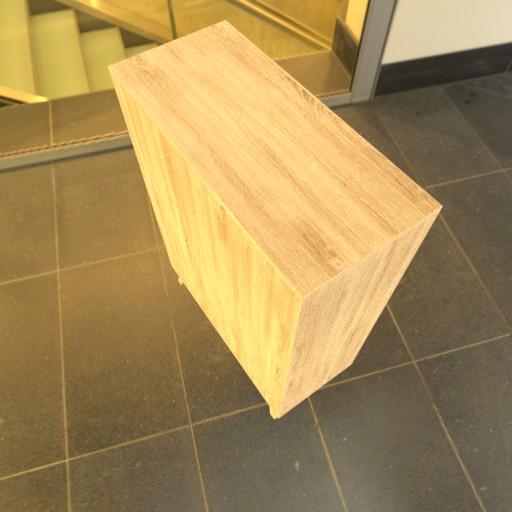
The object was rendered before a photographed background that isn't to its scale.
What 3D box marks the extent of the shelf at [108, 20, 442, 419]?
[{"bbox_3d":[0.000,0.000,1.852,0.450,1.390,1.000,-31,63,-18],"label":"shelf"}]
